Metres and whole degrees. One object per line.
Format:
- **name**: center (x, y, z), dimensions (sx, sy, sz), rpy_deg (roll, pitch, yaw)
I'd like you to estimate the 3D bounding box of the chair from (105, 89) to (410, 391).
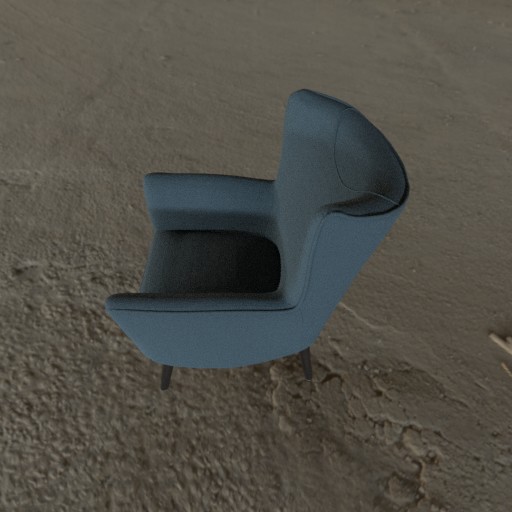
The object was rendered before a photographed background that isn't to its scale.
- **chair**: center (0.000, 0.000, 1.613), dimensions (0.888, 0.933, 0.781), rpy_deg (-1, 41, -1)
